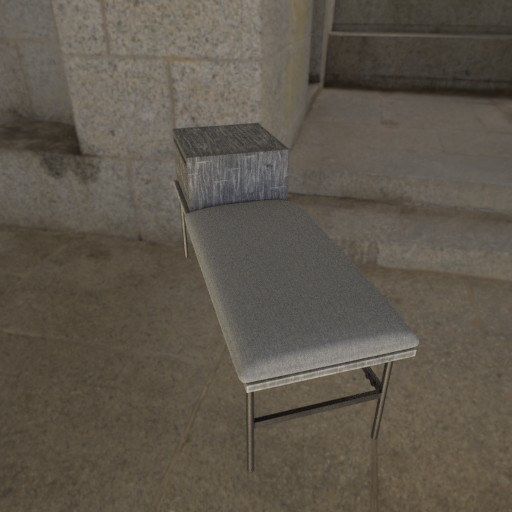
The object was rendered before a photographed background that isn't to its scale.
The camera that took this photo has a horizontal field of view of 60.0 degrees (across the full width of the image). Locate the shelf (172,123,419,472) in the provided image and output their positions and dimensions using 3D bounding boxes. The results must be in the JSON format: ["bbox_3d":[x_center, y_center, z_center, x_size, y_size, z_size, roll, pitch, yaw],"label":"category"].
[{"bbox_3d":[0.000,0.000,1.622,0.457,0.633,1.342,-8,31,-14],"label":"shelf"}]
